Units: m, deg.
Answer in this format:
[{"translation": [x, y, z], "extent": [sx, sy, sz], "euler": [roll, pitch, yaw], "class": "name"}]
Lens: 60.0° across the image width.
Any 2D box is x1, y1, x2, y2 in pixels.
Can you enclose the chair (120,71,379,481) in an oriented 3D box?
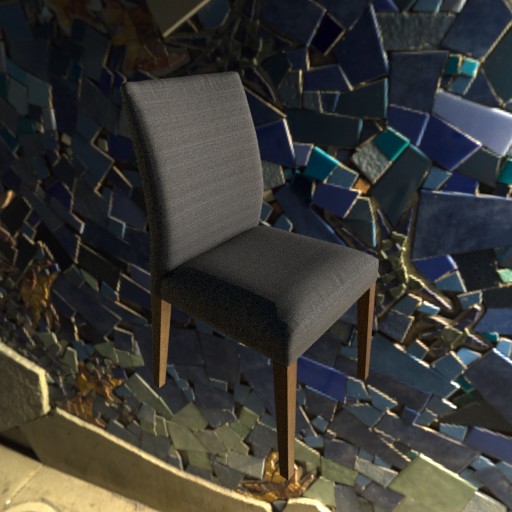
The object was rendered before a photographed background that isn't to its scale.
[{"translation": [0.000, 0.000, 1.279], "extent": [0.585, 0.940, 0.496], "euler": [19, 33, 32], "class": "chair"}]
